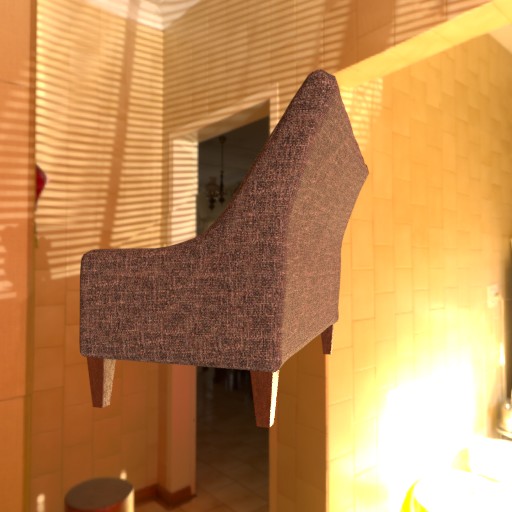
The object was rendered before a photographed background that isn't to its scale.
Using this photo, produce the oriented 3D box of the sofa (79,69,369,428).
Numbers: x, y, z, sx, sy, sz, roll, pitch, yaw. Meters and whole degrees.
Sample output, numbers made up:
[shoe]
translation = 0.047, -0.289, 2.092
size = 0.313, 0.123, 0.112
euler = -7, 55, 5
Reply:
[sofa]
translation = 0.000, 0.000, 1.913
size = 0.870, 1.021, 1.242
euler = 0, -2, 18
